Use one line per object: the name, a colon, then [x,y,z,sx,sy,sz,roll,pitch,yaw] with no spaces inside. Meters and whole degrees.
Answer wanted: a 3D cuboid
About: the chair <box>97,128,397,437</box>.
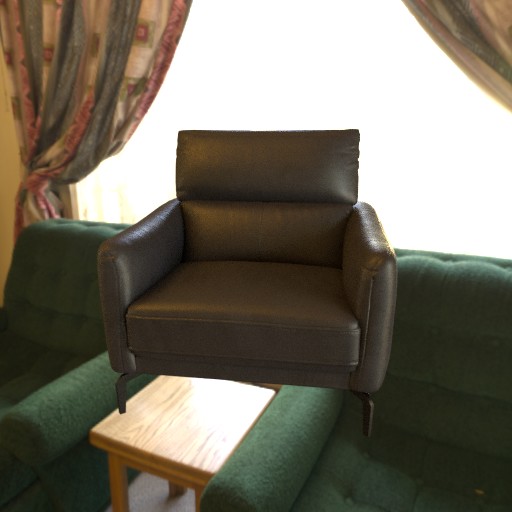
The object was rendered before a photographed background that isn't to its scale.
chair: [0.000,0.000,1.696,0.976,0.949,0.809,2,15,8]
